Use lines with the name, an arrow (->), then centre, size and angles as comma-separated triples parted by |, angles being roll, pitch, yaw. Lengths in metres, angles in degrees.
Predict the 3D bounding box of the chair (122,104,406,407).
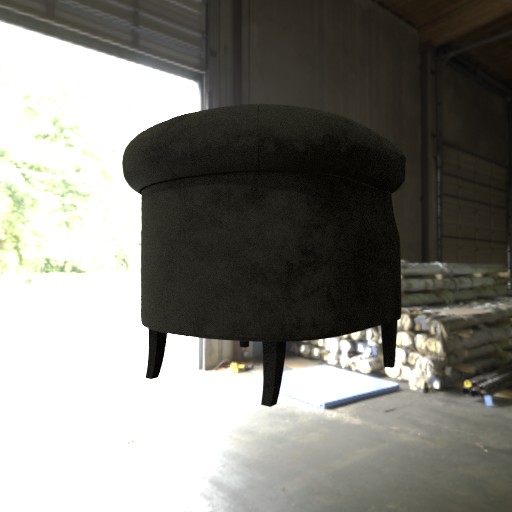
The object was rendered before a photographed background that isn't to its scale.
chair -> 0.000, 0.000, 1.575 | 0.904, 0.826, 0.851 | -1, -2, 37
